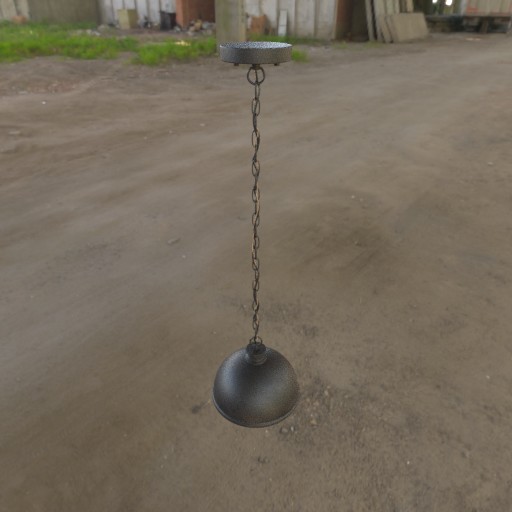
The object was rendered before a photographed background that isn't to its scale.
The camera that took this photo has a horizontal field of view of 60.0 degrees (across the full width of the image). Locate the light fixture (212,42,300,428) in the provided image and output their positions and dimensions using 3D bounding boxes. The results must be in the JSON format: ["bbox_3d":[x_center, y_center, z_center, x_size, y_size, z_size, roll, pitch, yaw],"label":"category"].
[{"bbox_3d":[0.000,0.000,1.263,0.304,1.090,0.304,-1,30,-2],"label":"light fixture"}]
